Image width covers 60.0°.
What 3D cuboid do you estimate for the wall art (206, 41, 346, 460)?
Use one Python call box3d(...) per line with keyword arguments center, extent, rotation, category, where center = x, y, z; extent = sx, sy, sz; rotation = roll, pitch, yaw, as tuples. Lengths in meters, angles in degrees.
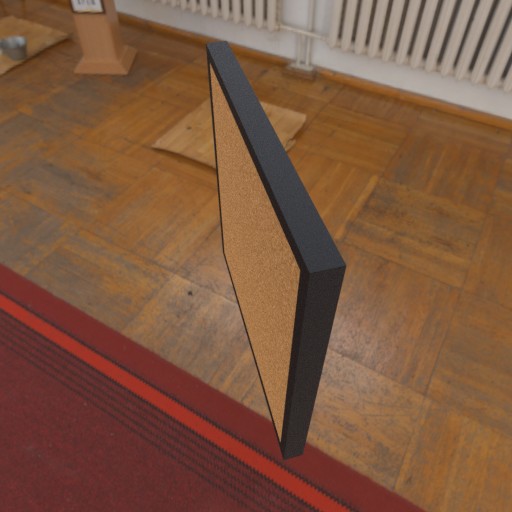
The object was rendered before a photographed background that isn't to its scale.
box3d(center=(0.000, 0.000, 0.747), extent=(0.036, 0.503, 0.506), rotation=(-11, 49, -10), category="wall art")
